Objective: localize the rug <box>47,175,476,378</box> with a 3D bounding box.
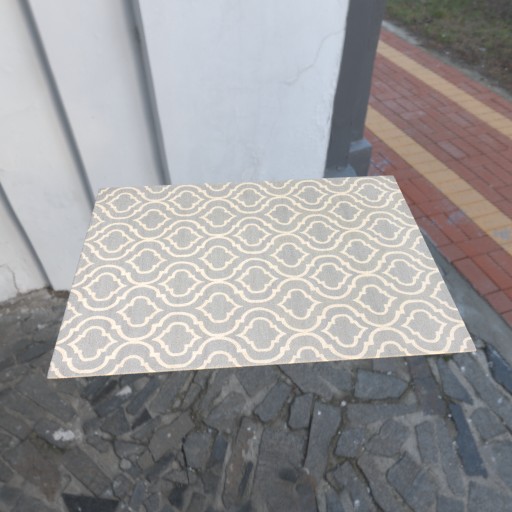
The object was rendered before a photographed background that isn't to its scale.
[{"bbox_3d":[0.000,0.000,2.634,2.080,0.010,1.451,-3,46,-3],"label":"rug"}]
